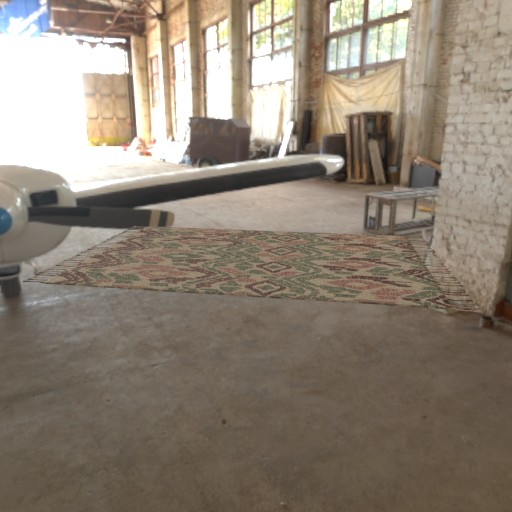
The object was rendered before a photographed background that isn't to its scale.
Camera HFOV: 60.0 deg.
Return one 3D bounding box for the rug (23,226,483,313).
[{"bbox_3d":[0.000,0.000,2.988,2.438,0.011,1.524,3,16,9],"label":"rug"}]
